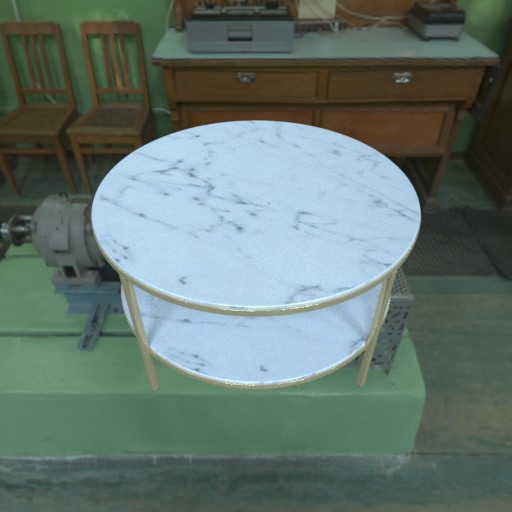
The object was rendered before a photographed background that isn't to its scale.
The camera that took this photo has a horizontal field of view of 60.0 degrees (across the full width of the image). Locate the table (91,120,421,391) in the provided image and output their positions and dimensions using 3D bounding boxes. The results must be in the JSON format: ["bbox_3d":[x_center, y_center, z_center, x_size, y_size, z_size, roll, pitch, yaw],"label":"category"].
[{"bbox_3d":[0.000,0.000,1.259,0.800,0.450,0.800,0,41,0],"label":"table"}]
